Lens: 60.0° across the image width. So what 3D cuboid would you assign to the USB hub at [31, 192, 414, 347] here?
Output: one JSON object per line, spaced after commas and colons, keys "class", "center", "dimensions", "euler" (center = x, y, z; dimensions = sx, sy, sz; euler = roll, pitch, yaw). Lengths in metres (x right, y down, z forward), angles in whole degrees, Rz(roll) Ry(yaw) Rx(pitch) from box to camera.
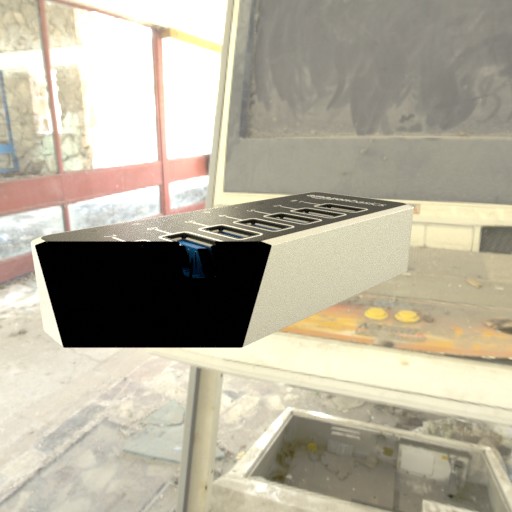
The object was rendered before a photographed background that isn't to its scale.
{"class": "USB hub", "center": [0.000, 0.000, 0.129], "dimensions": [0.110, 0.023, 0.044], "euler": [-16, 23, -42]}
